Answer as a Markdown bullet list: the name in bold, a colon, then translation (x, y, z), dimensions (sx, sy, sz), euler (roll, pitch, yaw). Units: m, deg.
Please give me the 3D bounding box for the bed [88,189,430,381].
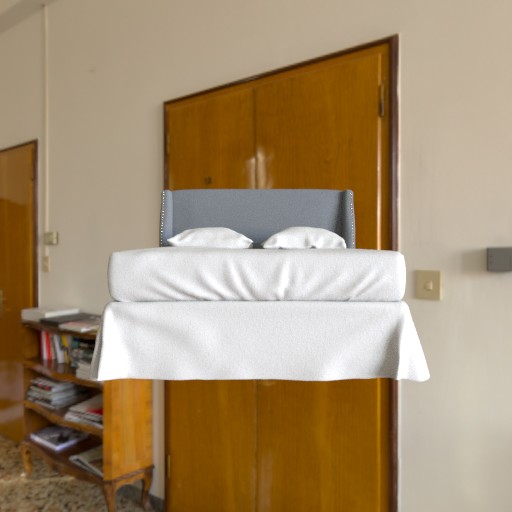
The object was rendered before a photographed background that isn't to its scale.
- **bed**: translation (0.000, 0.000, 3.415), dimensions (1.925, 1.332, 2.276), euler (0, 0, 1)
